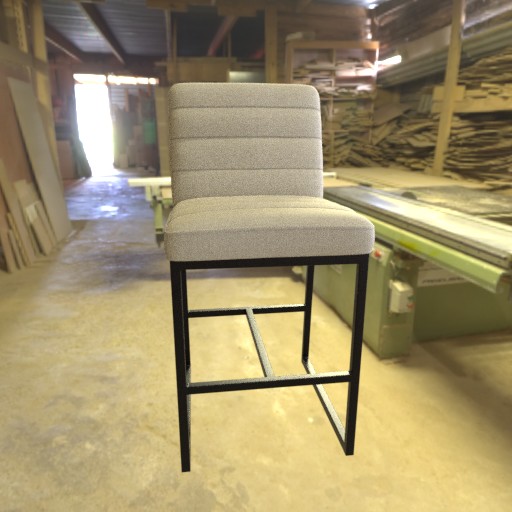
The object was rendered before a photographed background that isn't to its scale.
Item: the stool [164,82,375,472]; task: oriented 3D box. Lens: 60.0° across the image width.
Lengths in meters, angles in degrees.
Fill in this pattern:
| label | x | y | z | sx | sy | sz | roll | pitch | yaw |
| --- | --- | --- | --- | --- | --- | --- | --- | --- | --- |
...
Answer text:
| label | x | y | z | sx | sy | sz | roll | pitch | yaw |
| --- | --- | --- | --- | --- | --- | --- | --- | --- | --- |
| stool | 0.000 | 0.000 | 1.226 | 0.460 | 0.940 | 0.560 | -2 | 16 | -8 |
